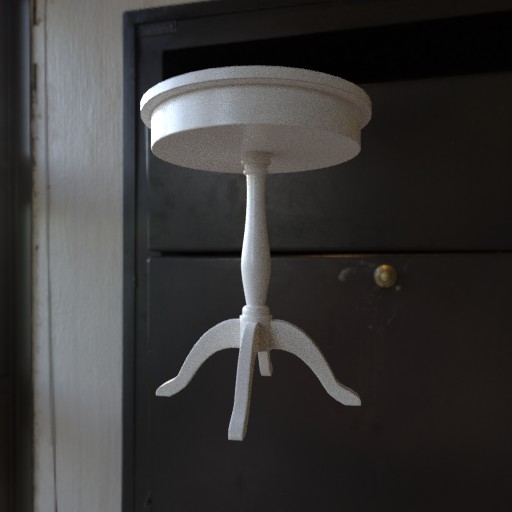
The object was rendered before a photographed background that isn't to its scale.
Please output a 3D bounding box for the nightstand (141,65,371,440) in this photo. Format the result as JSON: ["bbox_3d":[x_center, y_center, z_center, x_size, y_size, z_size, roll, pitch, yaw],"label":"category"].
[{"bbox_3d":[0.000,0.000,1.015,0.513,0.653,0.513,0,0,18],"label":"nightstand"}]
